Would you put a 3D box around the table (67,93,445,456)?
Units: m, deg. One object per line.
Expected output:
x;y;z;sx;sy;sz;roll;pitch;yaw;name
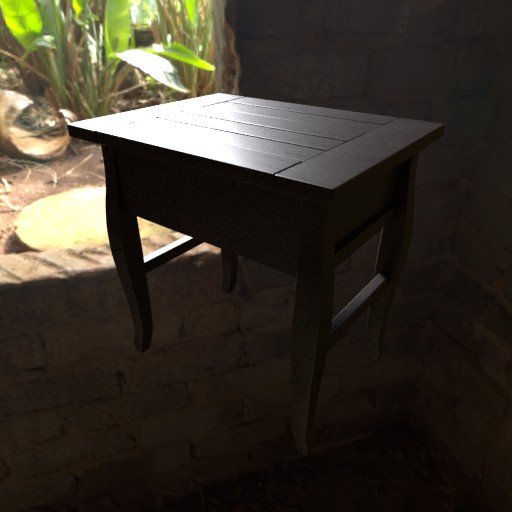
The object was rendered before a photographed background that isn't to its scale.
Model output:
0.000;0.000;1.032;0.602;0.605;0.460;20;35;32;table
